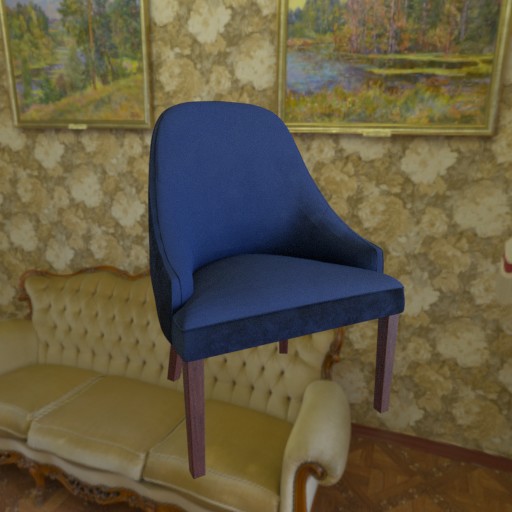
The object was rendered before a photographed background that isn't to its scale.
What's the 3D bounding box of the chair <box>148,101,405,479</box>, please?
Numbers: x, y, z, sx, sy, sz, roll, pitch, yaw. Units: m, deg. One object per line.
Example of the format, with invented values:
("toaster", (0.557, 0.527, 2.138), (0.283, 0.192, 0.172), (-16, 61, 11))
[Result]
("chair", (0.000, 0.000, 1.292), (0.643, 0.889, 0.575), (-7, 17, -26))
